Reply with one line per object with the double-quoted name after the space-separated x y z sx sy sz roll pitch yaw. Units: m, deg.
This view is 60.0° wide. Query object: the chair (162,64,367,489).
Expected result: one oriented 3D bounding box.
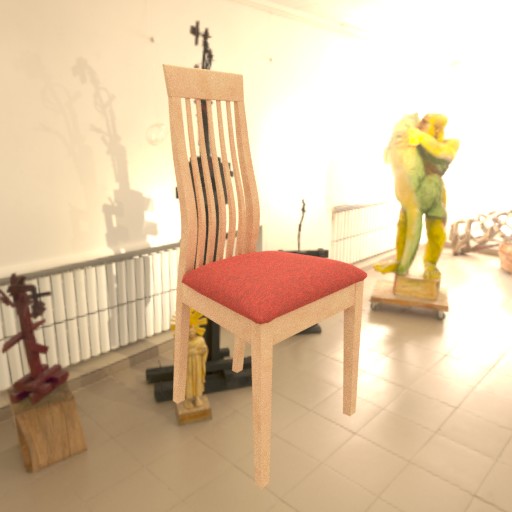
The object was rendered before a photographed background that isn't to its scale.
0.000 0.000 1.265 0.474 1.027 0.460 14 21 42 "chair"
